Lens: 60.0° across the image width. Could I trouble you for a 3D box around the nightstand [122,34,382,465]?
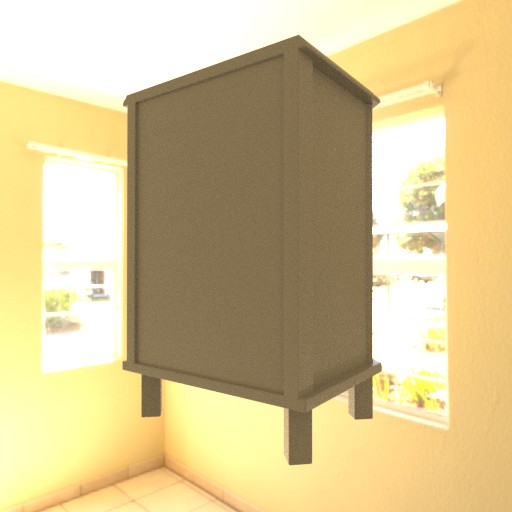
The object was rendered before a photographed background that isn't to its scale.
[{"bbox_3d":[0.000,0.000,0.950,0.450,0.680,0.350,0,-1,37],"label":"nightstand"}]
